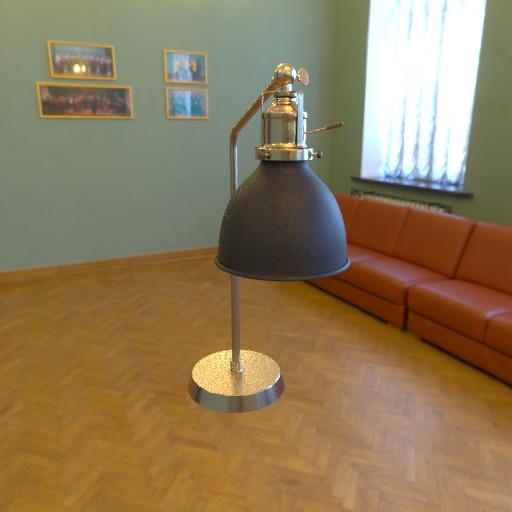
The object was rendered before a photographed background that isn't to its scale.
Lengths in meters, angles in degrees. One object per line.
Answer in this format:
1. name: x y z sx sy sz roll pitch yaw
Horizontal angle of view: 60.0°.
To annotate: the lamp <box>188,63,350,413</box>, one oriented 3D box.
1. lamp: 0.000 0.000 0.586 0.160 0.456 0.291 -8 17 -27
